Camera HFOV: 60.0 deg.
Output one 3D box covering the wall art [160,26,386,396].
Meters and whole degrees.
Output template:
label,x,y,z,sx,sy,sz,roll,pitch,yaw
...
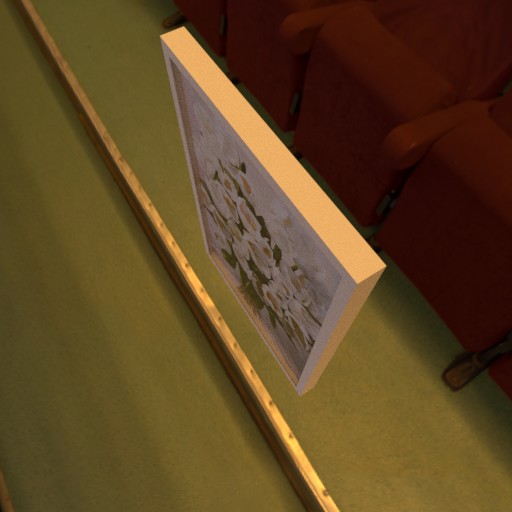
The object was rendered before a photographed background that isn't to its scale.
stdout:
label,x,y,z,sx,sy,sz,roll,pitch,yaw
wall art,0.000,0.000,0.544,0.025,0.428,0.293,-29,66,-14
